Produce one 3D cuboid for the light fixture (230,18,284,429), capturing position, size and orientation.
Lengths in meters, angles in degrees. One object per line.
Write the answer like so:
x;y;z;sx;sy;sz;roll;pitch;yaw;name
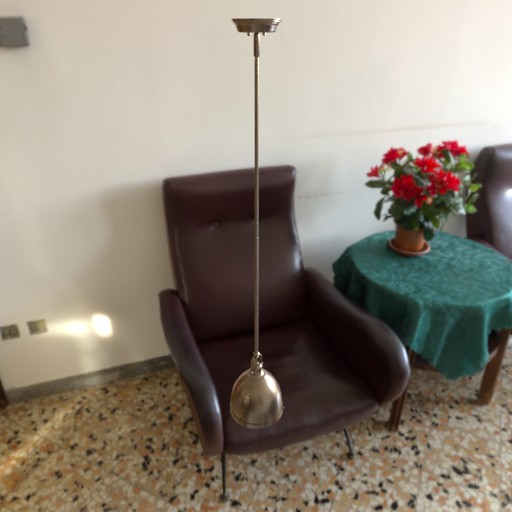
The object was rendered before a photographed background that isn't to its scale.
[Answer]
0.000;0.000;1.449;0.211;1.367;0.217;18;33;31;light fixture
